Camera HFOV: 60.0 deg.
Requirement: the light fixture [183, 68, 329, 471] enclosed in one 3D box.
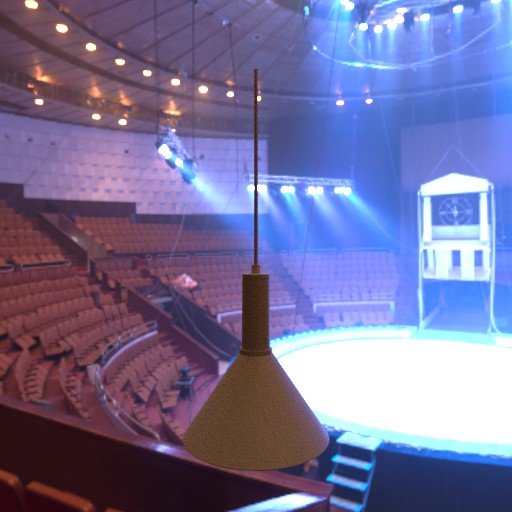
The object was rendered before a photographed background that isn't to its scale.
[{"bbox_3d":[0.000,0.000,0.815,0.267,0.683,0.267,0,1,18],"label":"light fixture"}]
